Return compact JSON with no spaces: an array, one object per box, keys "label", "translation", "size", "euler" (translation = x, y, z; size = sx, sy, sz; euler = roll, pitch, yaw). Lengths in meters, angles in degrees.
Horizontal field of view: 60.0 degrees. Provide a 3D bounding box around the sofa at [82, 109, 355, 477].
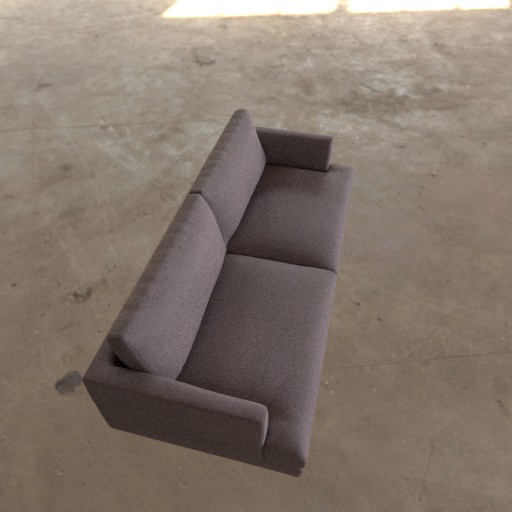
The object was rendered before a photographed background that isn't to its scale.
[{"label":"sofa","translation":[0.000,0.000,2.739],"size":[1.020,0.868,2.250],"euler":[10,47,10]}]
